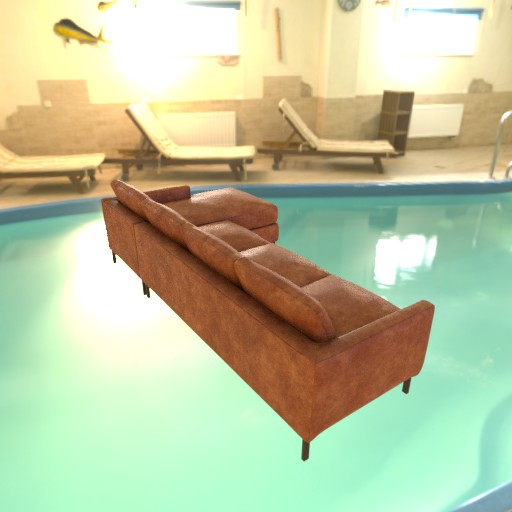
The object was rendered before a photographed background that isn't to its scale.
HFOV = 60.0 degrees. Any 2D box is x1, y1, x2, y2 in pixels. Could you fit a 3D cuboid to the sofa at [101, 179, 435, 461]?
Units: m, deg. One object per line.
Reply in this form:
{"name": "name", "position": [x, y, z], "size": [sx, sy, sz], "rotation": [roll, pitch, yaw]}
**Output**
{"name": "sofa", "position": [0.000, 0.000, 3.516], "size": [1.471, 0.859, 2.993], "rotation": [-17, 29, -32]}
